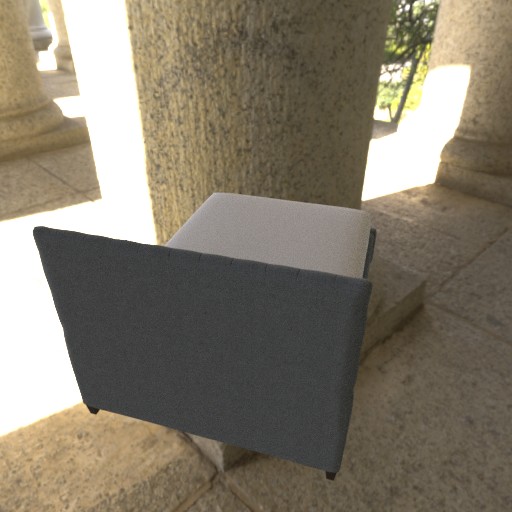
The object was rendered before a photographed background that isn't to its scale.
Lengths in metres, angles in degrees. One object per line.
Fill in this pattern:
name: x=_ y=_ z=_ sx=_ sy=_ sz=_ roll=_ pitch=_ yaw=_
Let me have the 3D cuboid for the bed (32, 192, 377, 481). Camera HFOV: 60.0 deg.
bed: x=0.000 y=0.000 z=3.317 sx=1.698 sy=1.411 sz=2.335 roll=9 pitch=34 yaw=14
